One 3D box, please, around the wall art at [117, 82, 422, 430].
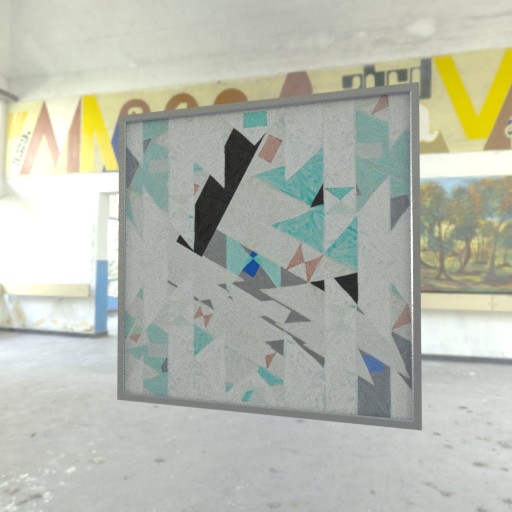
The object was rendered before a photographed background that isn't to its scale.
[{"bbox_3d":[0.000,0.000,1.160,0.806,0.806,0.038,0,-1,17],"label":"wall art"}]
